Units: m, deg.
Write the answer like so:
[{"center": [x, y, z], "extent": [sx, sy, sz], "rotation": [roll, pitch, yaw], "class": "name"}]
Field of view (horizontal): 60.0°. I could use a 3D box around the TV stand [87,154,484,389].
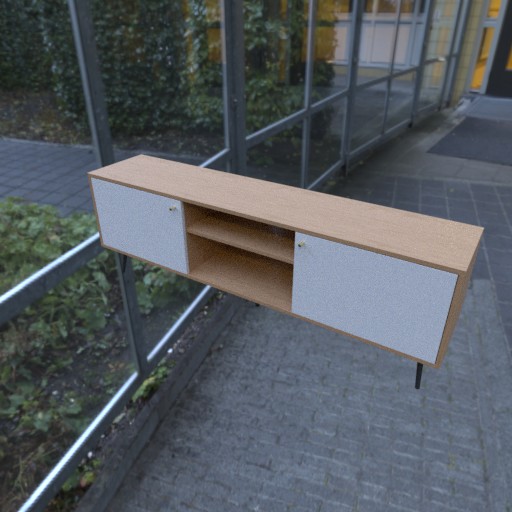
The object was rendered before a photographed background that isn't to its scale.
[{"center": [0.000, 0.000, 2.056], "extent": [1.760, 0.580, 0.400], "rotation": [17, 34, 28], "class": "TV stand"}]
